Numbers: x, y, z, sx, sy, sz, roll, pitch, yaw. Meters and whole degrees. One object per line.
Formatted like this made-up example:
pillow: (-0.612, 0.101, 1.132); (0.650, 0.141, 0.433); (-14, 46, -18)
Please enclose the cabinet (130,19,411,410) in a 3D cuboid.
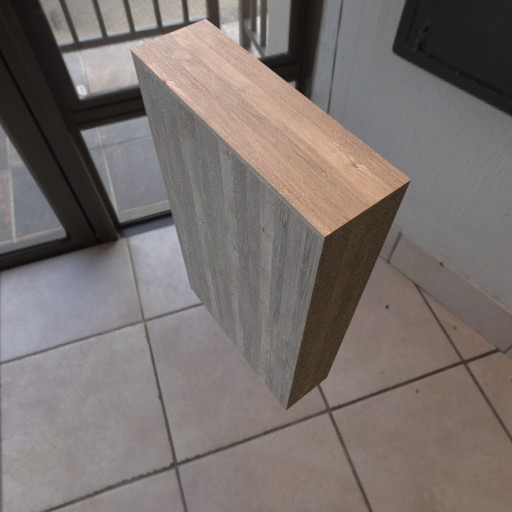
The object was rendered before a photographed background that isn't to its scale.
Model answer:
cabinet: (0.000, 0.000, 1.562); (0.250, 1.280, 0.750); (-33, 63, -19)
